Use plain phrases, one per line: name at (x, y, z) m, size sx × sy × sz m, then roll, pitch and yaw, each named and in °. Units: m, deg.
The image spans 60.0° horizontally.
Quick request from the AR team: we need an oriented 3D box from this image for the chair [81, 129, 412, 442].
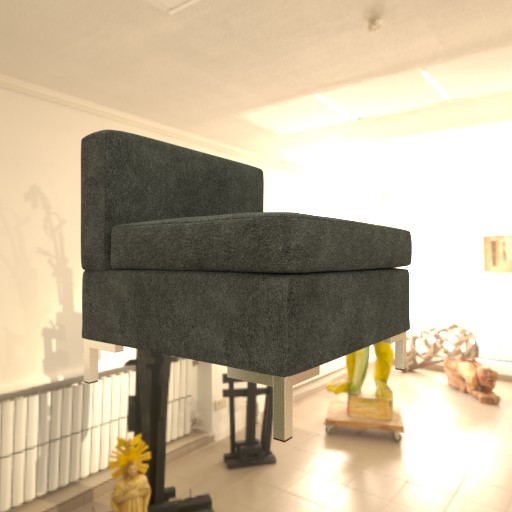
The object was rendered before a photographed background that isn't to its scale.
chair at (0.000, 0.000, 1.218) m, size 0.680 × 0.660 × 0.680 m, roll 0°, pitch 0°, yaw 37°
